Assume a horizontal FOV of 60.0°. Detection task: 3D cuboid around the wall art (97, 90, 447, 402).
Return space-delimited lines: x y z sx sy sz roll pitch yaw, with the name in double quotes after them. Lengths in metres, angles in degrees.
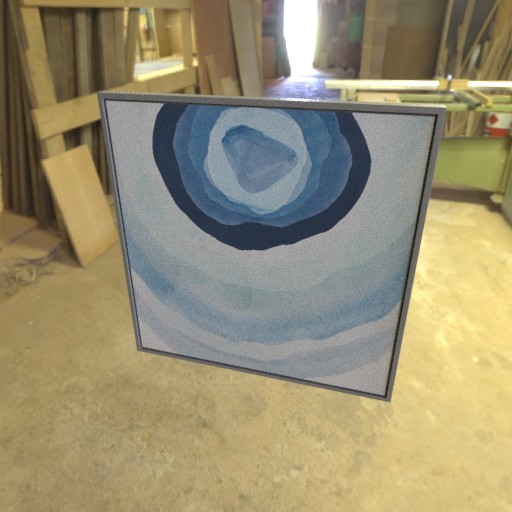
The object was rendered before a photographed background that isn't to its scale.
0.000 0.000 1.192 0.809 0.807 0.038 8 28 14 "wall art"
